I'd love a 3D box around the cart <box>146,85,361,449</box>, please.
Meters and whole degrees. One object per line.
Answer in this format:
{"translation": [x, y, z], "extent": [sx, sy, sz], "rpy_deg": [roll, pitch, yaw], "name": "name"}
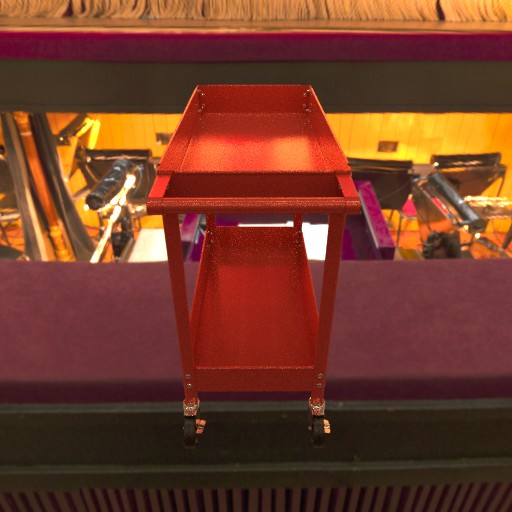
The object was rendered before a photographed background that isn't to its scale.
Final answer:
{"translation": [0.000, 0.000, 1.193], "extent": [0.366, 0.719, 0.779], "rpy_deg": [0, 33, 0], "name": "cart"}
